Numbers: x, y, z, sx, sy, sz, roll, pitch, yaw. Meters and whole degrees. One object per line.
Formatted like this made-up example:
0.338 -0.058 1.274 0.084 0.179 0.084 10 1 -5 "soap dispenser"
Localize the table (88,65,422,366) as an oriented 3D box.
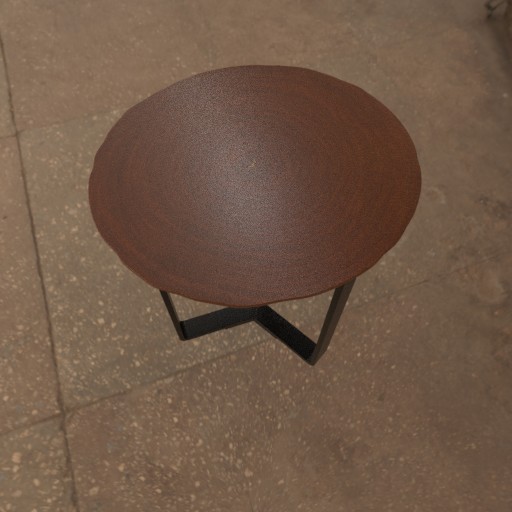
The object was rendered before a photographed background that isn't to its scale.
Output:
0.000 0.000 0.743 0.410 0.450 0.380 -16 60 -10 "table"
